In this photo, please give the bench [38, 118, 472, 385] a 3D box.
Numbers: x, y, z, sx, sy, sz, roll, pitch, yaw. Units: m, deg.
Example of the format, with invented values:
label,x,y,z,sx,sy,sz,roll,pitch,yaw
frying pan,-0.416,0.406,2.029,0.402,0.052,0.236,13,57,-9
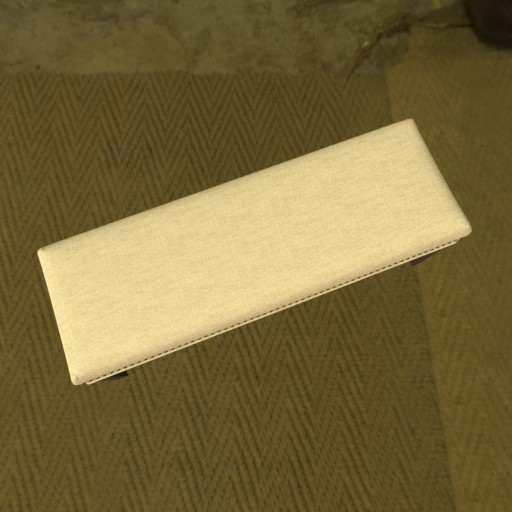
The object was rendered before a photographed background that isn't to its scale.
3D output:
label,x,y,z,sx,sy,sz,roll,pitch,yaw
bench,0.000,0.000,1.466,1.219,0.457,0.410,-20,76,-5
